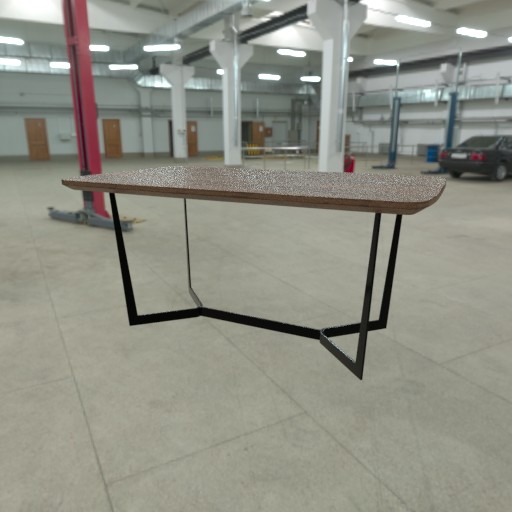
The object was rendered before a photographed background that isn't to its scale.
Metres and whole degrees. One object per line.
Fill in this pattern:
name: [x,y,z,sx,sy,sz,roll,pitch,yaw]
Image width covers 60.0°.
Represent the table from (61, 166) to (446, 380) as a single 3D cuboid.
table: [0.000,0.000,2.199,1.643,0.765,0.949,7,17,25]
